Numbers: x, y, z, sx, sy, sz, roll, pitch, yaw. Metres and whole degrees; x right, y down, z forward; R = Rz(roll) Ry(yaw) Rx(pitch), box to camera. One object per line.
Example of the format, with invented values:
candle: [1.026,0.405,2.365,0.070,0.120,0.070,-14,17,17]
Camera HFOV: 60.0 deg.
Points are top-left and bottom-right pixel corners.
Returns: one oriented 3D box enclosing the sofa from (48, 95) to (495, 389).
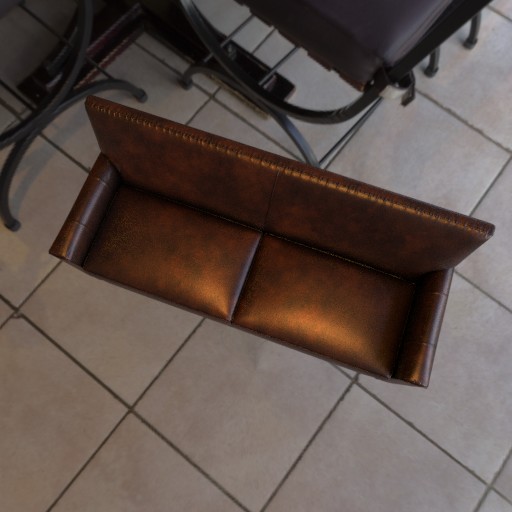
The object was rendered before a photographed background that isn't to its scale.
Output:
sofa: [0.000,0.000,2.380,1.995,0.871,0.786,19,76,5]
